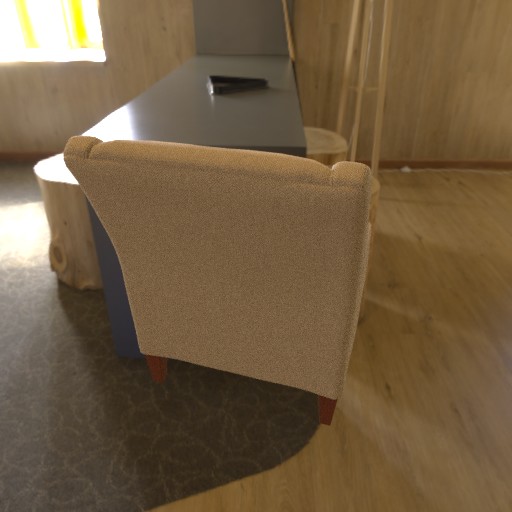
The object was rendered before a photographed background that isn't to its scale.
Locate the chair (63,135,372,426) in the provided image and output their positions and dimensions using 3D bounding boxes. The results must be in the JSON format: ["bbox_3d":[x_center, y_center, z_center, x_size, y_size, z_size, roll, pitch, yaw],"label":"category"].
[{"bbox_3d":[0.000,0.000,1.595,0.774,1.014,0.870,9,32,15],"label":"chair"}]
